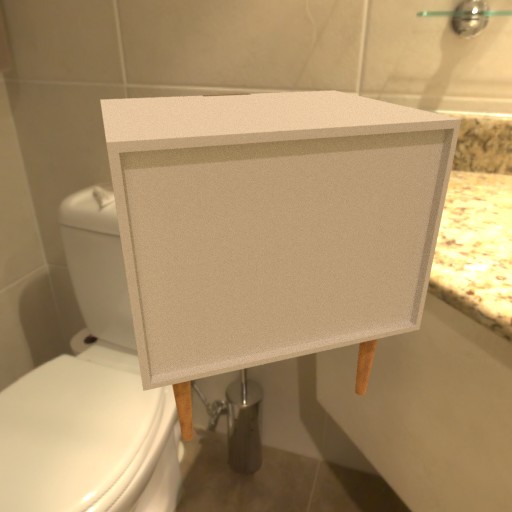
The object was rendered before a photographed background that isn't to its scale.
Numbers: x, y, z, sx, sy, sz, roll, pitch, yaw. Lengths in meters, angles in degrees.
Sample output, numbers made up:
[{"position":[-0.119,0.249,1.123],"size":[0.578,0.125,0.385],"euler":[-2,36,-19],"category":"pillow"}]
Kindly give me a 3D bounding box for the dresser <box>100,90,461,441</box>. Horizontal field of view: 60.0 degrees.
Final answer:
[{"position":[0.000,0.000,0.886],"size":[0.503,0.568,0.414],"euler":[-8,28,-16],"category":"dresser"}]
